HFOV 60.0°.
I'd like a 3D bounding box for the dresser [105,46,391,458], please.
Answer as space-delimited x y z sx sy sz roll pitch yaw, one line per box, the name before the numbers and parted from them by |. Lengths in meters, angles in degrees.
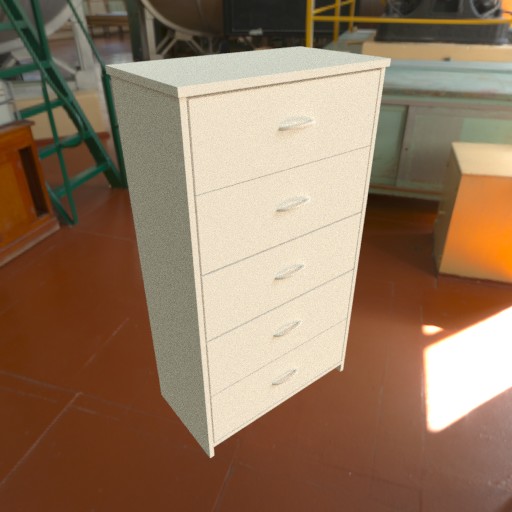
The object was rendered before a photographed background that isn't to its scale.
dresser | 0.000 0.000 1.550 0.704 1.255 0.399 -22 38 -32
